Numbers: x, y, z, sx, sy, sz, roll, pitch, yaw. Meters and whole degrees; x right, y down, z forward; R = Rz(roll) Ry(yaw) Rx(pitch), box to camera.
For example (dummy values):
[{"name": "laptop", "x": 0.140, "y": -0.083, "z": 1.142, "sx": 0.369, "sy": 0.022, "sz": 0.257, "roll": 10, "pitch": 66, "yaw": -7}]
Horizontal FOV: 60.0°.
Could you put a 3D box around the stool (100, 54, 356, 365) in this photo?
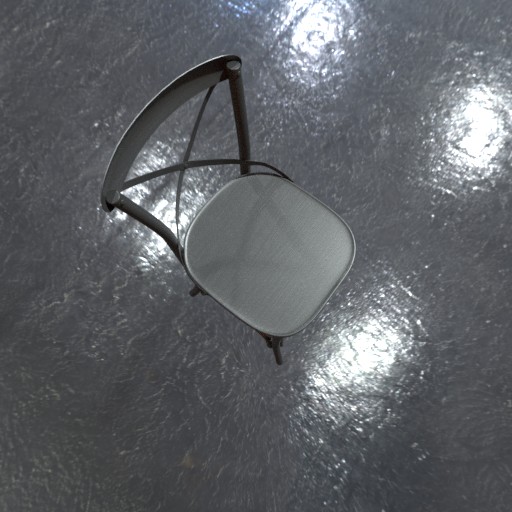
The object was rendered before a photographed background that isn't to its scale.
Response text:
[{"name": "stool", "x": 0.000, "y": 0.000, "z": 1.445, "sx": 0.584, "sy": 1.168, "sz": 0.457, "roll": 37, "pitch": 78, "yaw": 9}]
